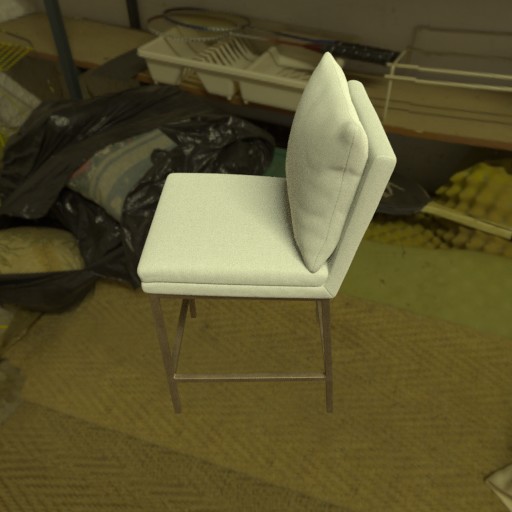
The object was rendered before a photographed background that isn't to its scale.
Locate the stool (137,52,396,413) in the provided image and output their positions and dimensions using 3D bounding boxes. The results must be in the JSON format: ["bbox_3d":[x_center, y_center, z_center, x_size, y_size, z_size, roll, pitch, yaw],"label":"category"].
[{"bbox_3d":[0.000,0.000,1.326,0.572,1.032,0.463,0,41,1],"label":"stool"}]
